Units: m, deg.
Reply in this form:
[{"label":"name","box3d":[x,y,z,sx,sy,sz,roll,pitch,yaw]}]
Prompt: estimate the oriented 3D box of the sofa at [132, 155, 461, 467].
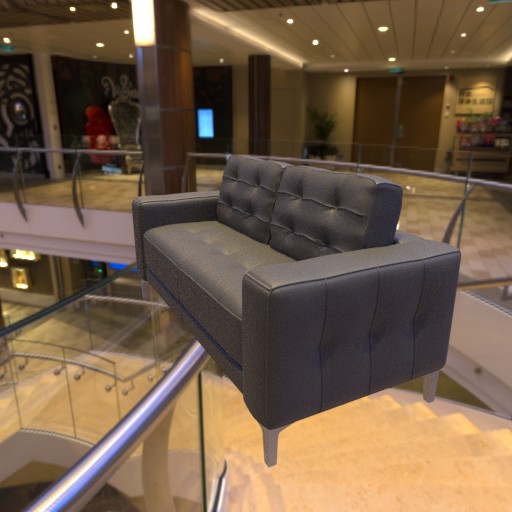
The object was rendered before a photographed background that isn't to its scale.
[{"label":"sofa","box3d":[0.000,0.000,2.189,0.833,0.893,1.726,-9,19,-26]}]
